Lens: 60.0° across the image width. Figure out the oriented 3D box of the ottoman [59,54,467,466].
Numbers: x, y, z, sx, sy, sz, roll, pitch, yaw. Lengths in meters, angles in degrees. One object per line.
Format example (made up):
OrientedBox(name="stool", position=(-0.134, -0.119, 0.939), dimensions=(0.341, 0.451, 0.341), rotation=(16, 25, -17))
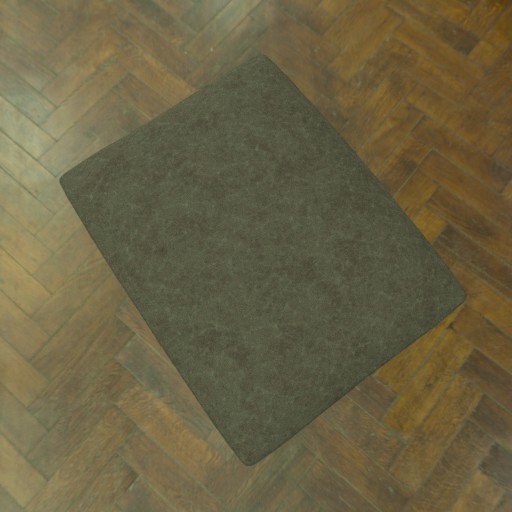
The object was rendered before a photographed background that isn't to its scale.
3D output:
OrientedBox(name="ottoman", position=(0.000, 0.000, 1.117), dimensions=(0.584, 0.513, 0.741), rotation=(-35, 78, -8))
